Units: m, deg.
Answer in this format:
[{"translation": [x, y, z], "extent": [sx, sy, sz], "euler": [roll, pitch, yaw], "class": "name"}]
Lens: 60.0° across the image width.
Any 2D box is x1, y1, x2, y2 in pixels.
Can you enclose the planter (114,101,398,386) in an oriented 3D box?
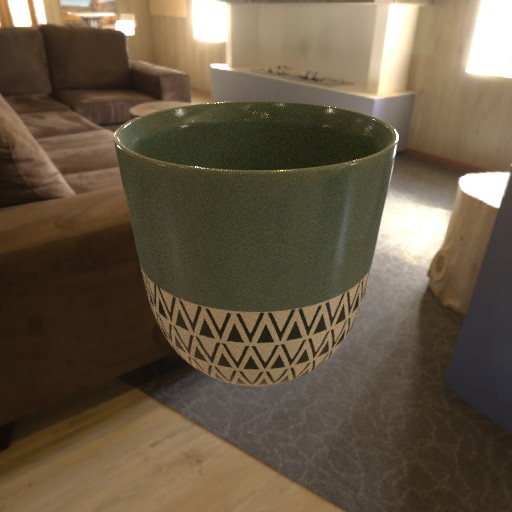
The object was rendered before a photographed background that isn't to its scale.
[{"translation": [0.000, 0.000, 0.372], "extent": [0.198, 0.214, 0.198], "euler": [0, 30, 0], "class": "planter"}]
